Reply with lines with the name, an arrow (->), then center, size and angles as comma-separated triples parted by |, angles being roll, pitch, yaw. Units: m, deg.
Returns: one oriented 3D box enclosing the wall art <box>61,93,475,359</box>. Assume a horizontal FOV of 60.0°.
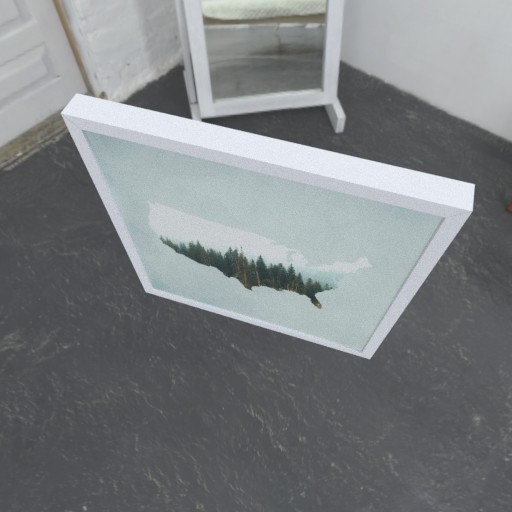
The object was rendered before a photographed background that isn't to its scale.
wall art -> 0.000, 0.000, 0.751 | 0.509, 0.509, 0.040 | 15, 60, 9
